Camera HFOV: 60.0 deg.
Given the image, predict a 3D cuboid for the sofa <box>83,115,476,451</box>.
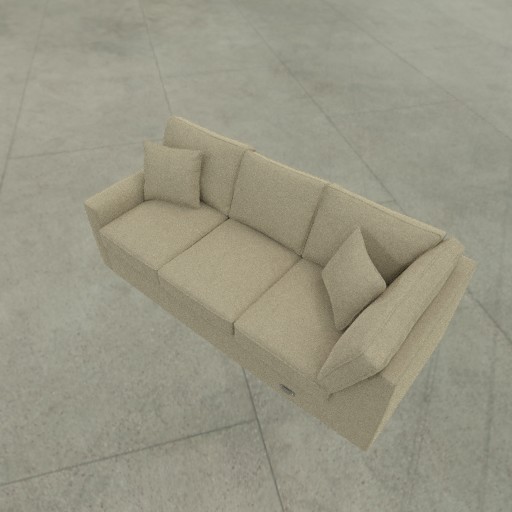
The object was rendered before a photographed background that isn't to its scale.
[{"bbox_3d":[0.000,0.000,2.863,2.317,0.962,1.061,30,51,27],"label":"sofa"}]
